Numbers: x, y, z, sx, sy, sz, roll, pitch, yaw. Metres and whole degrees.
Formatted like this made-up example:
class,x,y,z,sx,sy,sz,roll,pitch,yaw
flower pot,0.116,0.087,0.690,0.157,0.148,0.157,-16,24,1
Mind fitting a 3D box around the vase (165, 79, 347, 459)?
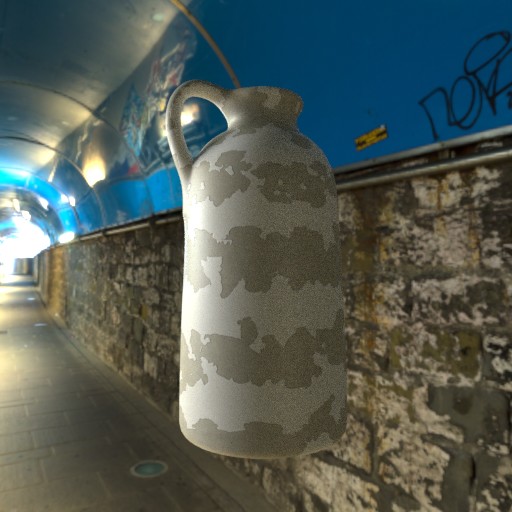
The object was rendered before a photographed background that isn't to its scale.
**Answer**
class,x,y,z,sx,sy,sz,roll,pitch,yaw
vase,0.000,0.000,0.500,0.203,0.382,0.186,0,-1,-18
